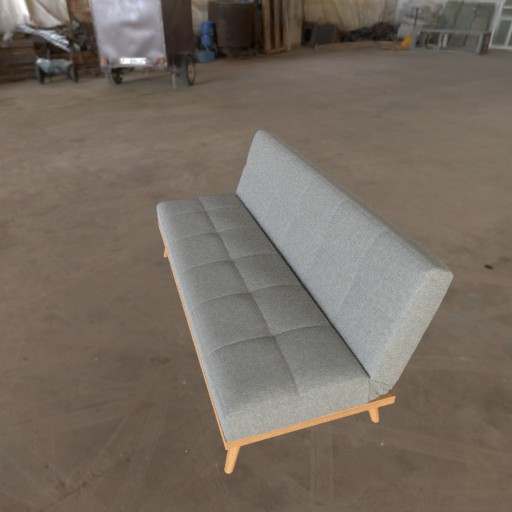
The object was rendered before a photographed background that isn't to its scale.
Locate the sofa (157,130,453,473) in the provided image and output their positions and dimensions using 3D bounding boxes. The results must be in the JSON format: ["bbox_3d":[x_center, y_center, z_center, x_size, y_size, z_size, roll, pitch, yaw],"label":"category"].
[{"bbox_3d":[0.000,0.000,2.250,0.800,0.800,1.820,-9,32,-15],"label":"sofa"}]
